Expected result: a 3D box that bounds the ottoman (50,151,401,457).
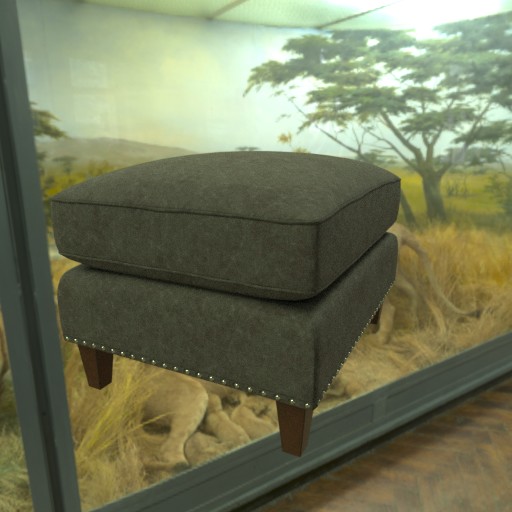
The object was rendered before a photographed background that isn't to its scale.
[{"bbox_3d":[0.000,0.000,1.116,0.584,0.513,0.741,8,17,26],"label":"ottoman"}]
